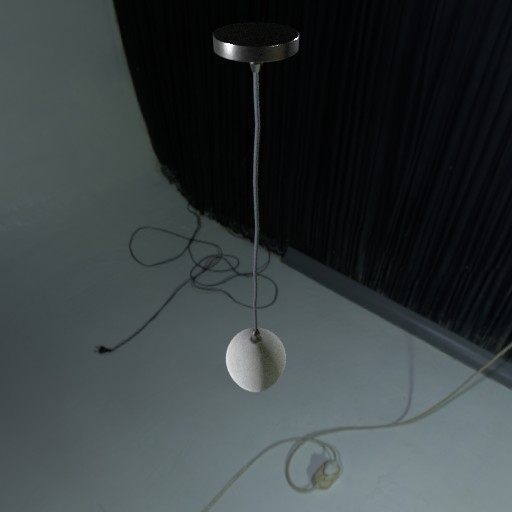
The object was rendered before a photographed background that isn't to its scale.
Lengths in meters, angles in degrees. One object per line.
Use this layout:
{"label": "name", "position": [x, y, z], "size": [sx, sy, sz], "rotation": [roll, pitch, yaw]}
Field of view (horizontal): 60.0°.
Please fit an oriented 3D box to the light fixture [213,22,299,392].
{"label": "light fixture", "position": [0.000, 0.000, 0.823], "size": [0.139, 0.764, 0.139], "rotation": [25, 47, 26]}
